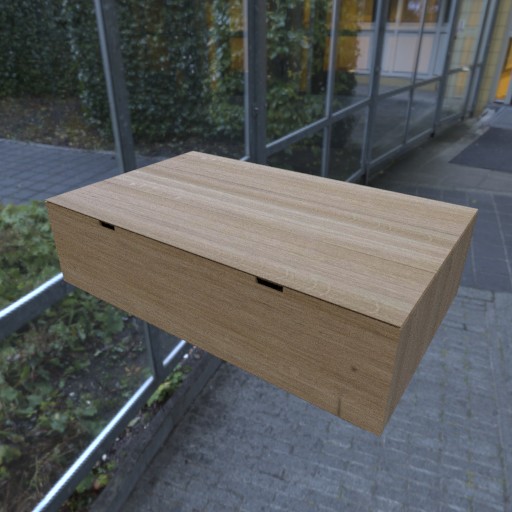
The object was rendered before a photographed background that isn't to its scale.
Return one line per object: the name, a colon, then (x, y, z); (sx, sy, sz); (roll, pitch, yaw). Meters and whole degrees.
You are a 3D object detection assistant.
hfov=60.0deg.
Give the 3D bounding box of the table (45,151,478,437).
table: (0.000, 0.000, 1.409); (1.110, 0.353, 0.678); (18, 33, 30)
